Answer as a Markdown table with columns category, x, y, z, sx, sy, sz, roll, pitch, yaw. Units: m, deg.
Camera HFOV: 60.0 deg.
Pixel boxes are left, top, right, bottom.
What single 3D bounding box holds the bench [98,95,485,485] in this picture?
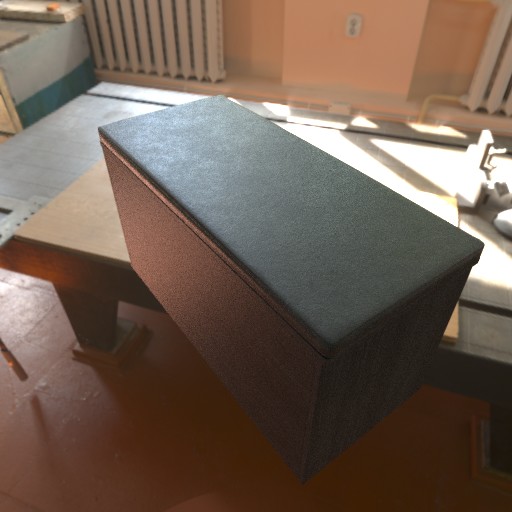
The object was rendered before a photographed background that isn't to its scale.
| category | x | y | z | sx | sy | sz | roll | pitch | yaw |
| --- | --- | --- | --- | --- | --- | --- | --- | --- | --- |
| bench | 0.000 | 0.000 | 1.163 | 0.401 | 0.501 | 0.905 | -26 | 47 | -27 |
